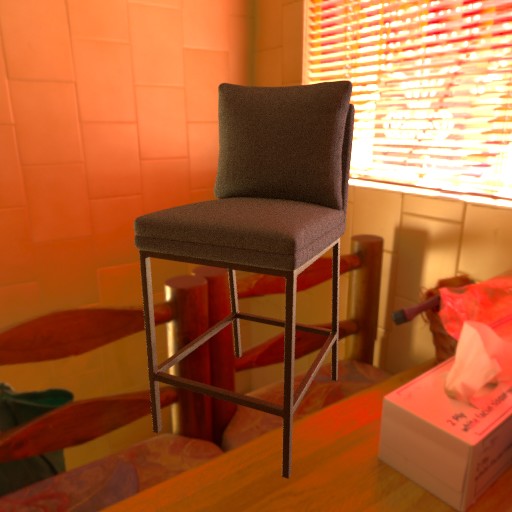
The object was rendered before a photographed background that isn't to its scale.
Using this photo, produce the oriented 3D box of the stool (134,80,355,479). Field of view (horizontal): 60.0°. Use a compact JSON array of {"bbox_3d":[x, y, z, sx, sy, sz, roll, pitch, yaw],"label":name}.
[{"bbox_3d":[0.000,0.000,1.351,0.463,1.031,0.569,8,18,24],"label":"stool"}]
